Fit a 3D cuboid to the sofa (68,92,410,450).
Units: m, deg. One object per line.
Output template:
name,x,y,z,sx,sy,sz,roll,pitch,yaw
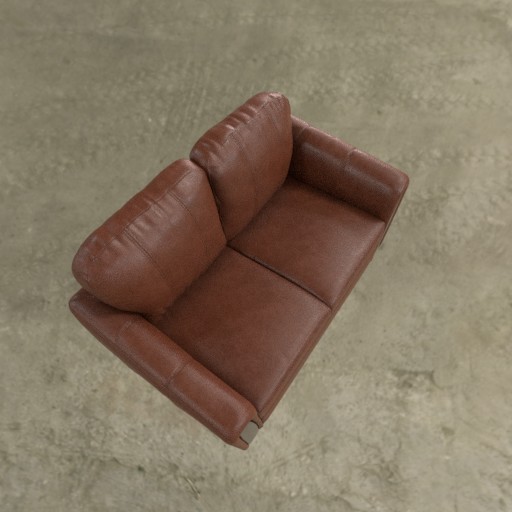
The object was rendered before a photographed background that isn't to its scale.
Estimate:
sofa,0.000,0.000,1.963,0.805,0.906,1.406,31,63,17
